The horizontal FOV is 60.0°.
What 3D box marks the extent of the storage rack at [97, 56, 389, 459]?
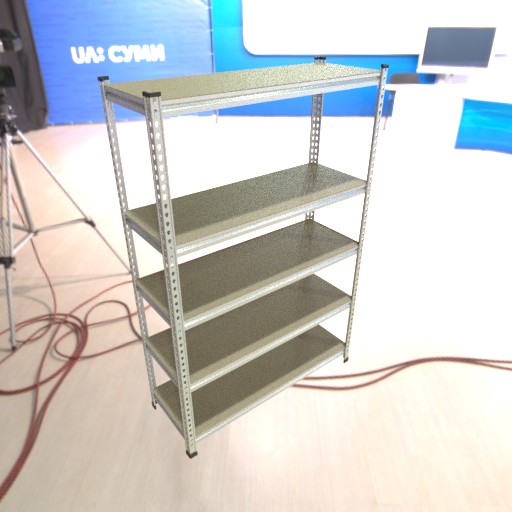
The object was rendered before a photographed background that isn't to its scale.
[{"bbox_3d":[0.000,0.000,2.348,1.219,1.829,0.457,-21,36,-32],"label":"storage rack"}]
